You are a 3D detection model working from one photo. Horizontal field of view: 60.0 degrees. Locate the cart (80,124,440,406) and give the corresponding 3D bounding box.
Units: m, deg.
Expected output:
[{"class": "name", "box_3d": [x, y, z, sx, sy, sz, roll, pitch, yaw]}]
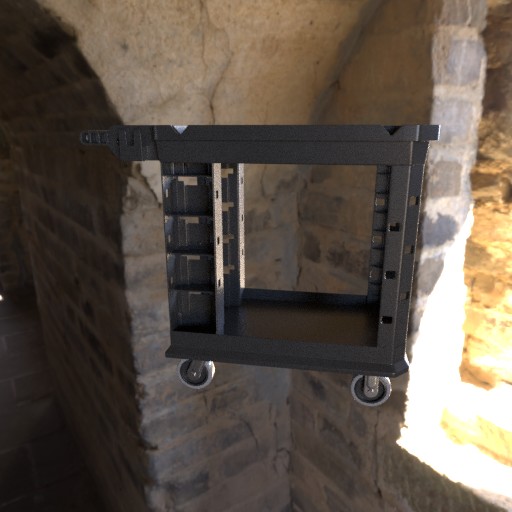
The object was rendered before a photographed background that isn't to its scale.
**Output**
[{"class": "cart", "box_3d": [0.000, 0.000, 1.563, 1.061, 0.884, 0.497, 3, 16, 9]}]
